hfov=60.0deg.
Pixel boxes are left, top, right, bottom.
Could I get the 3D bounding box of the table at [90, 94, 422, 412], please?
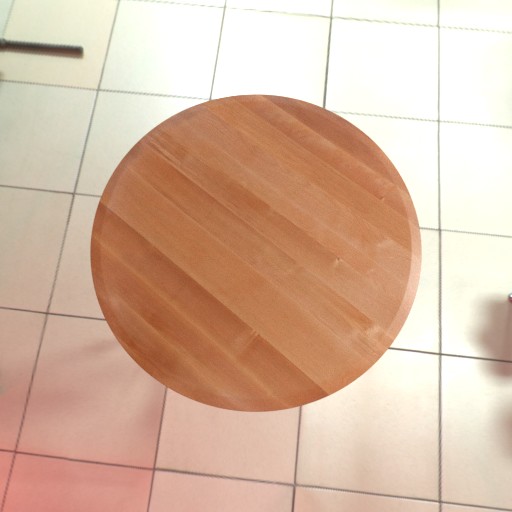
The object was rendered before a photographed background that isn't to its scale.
[{"bbox_3d":[0.000,0.000,1.396,0.900,0.400,0.900,0,75,0],"label":"table"}]
